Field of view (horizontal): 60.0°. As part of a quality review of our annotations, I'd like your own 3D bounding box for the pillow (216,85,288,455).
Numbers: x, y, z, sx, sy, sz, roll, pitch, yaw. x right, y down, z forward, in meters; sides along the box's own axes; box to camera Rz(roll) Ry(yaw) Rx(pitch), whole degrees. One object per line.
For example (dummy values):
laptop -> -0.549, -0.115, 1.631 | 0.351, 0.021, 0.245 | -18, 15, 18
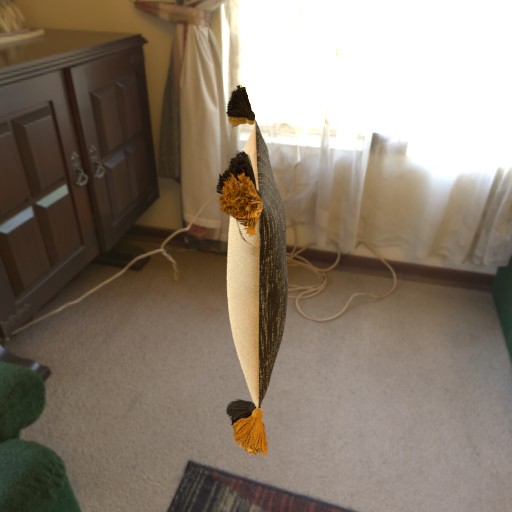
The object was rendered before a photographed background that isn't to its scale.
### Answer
pillow -> 0.000, 0.000, 1.013 | 0.139, 0.659, 0.654 | -1, 33, -1
